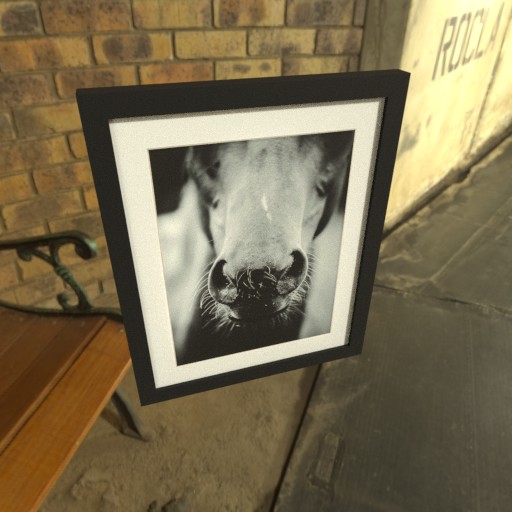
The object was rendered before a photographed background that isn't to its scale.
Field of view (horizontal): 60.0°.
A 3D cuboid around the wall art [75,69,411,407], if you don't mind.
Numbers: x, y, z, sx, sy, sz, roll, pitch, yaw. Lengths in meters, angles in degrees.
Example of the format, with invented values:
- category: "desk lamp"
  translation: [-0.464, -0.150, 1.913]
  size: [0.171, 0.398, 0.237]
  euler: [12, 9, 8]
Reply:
- category: "wall art"
  translation: [0.000, 0.000, 0.744]
  size: [0.457, 0.559, 0.033]
  euler: [-9, 34, -14]
